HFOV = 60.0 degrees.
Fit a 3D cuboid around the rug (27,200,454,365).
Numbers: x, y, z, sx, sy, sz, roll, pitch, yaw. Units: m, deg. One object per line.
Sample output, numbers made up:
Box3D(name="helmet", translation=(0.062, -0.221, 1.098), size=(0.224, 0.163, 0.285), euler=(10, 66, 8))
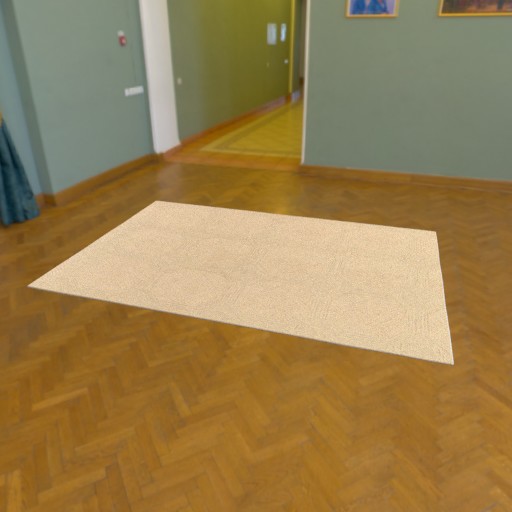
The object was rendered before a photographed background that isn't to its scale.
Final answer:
Box3D(name="rug", translation=(0.000, 0.000, 2.327), size=(1.839, 0.009, 1.236), euler=(8, 28, 15))
